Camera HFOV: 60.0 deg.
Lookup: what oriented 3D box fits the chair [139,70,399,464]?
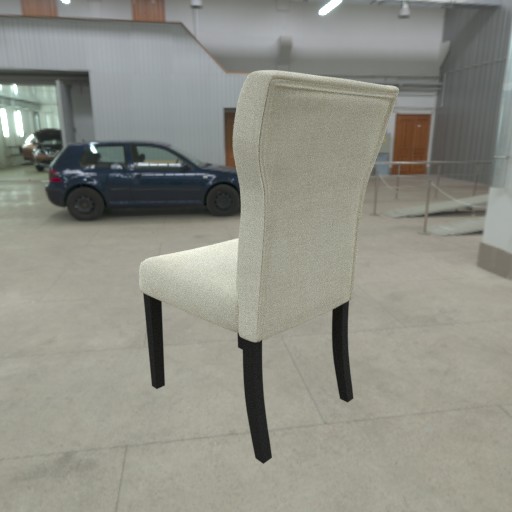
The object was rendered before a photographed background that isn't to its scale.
[{"bbox_3d":[0.000,0.000,1.284,0.509,0.921,0.597,-15,21,-43],"label":"chair"}]
